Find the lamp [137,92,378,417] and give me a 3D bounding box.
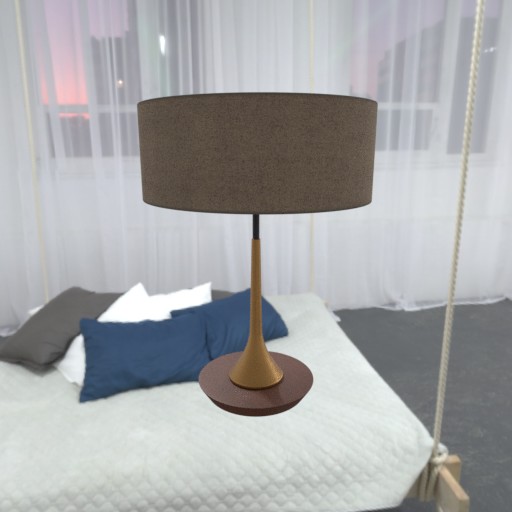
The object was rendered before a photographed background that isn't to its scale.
[{"bbox_3d":[0.000,0.000,0.827,0.396,0.551,0.417,-7,15,-26],"label":"lamp"}]
